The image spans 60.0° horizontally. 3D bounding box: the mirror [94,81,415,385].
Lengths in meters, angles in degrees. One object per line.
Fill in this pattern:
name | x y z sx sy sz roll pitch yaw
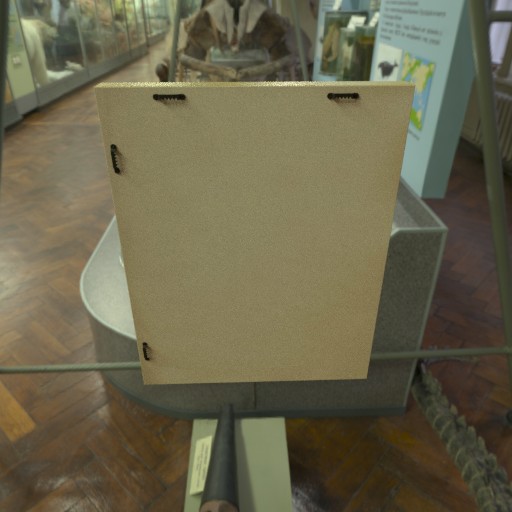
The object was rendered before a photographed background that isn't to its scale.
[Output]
mirror | 0.000 0.000 0.695 0.405 0.508 0.041 -1 29 -2
